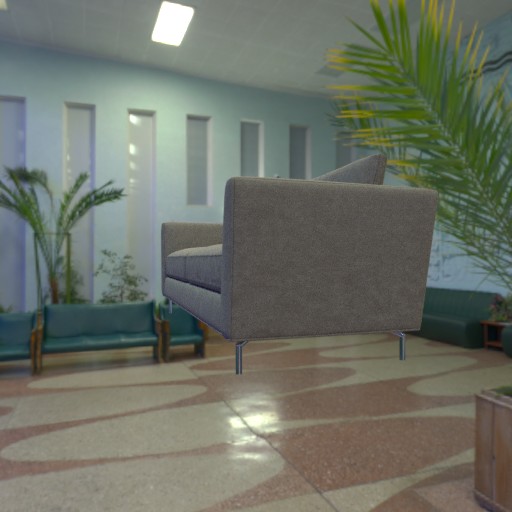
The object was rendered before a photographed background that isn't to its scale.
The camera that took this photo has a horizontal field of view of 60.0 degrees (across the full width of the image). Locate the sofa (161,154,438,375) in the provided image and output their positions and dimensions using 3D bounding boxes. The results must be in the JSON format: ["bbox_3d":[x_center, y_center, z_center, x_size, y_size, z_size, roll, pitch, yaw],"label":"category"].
[{"bbox_3d":[0.000,0.000,2.624,0.889,0.864,2.121,0,0,-18],"label":"sofa"}]
